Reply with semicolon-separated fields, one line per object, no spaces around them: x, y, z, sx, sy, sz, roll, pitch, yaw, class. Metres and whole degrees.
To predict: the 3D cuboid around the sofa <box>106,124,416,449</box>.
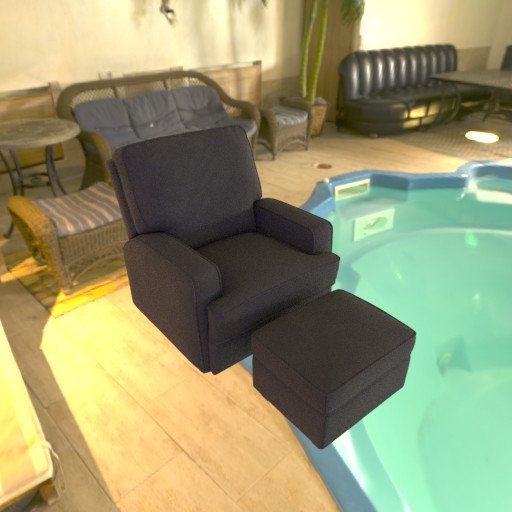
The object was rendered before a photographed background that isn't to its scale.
0.000;0.000;2.091;0.861;0.959;1.472;-22;36;-33;sofa
